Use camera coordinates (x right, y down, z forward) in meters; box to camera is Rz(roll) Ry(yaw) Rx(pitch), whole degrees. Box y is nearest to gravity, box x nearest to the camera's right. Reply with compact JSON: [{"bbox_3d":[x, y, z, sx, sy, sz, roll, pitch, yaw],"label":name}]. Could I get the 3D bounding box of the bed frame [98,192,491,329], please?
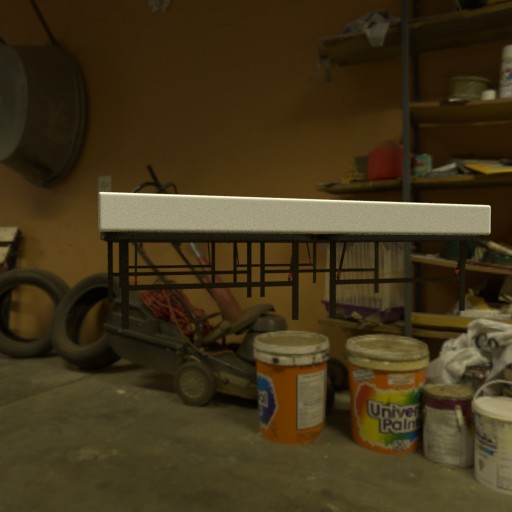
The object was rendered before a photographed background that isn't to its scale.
[{"bbox_3d":[0.000,0.000,2.996,1.930,0.559,2.032,0,1,-17],"label":"bed frame"}]
